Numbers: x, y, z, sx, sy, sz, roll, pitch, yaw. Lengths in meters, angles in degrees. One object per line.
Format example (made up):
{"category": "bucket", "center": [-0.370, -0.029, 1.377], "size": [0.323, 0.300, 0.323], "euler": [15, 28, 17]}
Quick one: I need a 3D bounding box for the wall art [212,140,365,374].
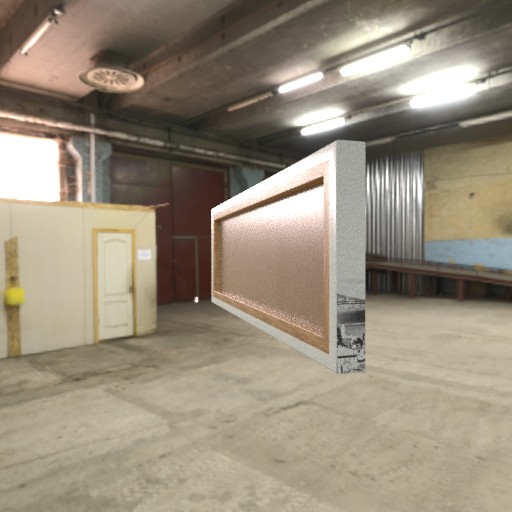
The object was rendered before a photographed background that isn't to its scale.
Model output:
{"category": "wall art", "center": [0.000, 0.000, 0.857], "size": [0.036, 0.256, 0.766], "euler": [0, 0, -16]}
